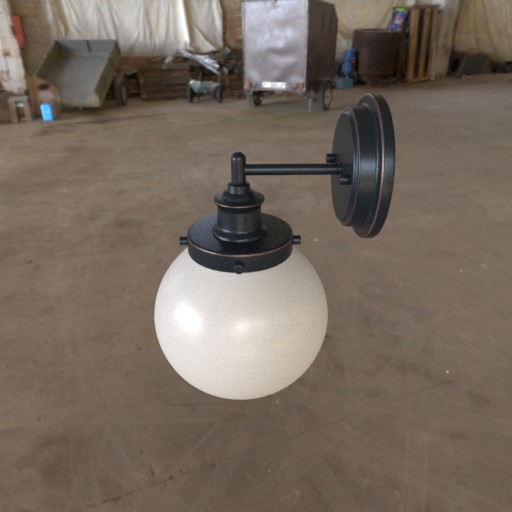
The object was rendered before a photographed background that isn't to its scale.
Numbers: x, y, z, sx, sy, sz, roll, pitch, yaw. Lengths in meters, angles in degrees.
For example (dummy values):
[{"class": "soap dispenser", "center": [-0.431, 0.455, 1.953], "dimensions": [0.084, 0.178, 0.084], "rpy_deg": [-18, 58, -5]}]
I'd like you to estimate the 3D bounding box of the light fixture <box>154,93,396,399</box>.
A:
[{"class": "light fixture", "center": [0.000, 0.000, 0.480], "dimensions": [0.230, 0.332, 0.197], "rpy_deg": [-1, 28, -1]}]
